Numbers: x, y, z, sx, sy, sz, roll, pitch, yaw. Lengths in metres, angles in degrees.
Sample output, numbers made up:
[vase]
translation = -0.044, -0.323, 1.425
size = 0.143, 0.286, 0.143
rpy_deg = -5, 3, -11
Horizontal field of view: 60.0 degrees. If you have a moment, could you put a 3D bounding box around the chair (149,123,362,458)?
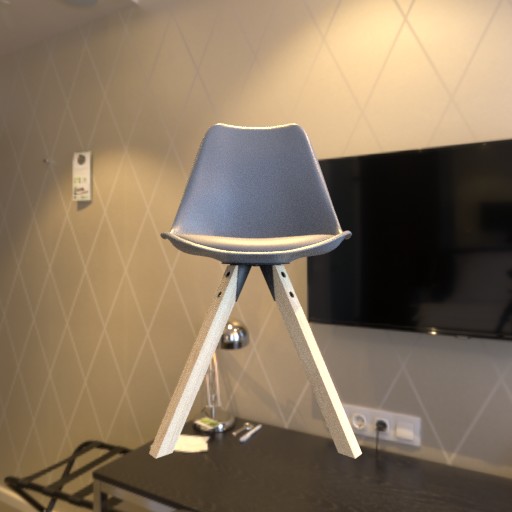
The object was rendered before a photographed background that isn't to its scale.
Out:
[chair]
translation = 0.000, 0.000, 1.184
size = 0.485, 0.850, 0.550
rpy_deg = 0, 0, 0
